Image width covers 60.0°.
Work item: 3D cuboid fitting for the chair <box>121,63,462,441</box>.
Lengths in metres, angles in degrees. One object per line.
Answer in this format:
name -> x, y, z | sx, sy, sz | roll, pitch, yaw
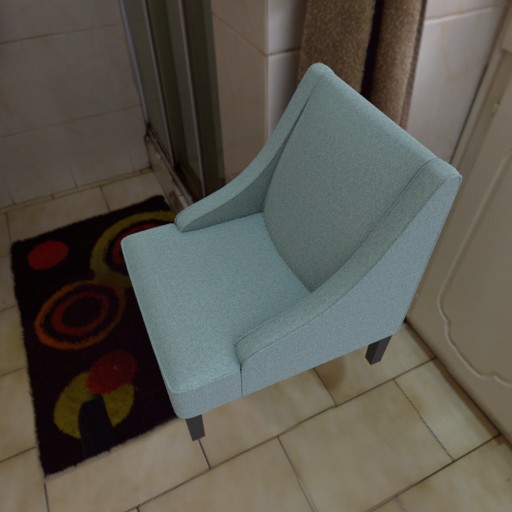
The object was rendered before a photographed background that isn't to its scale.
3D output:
chair -> 0.000, 0.000, 1.867 | 1.025, 1.133, 0.857 | -18, 50, -16
